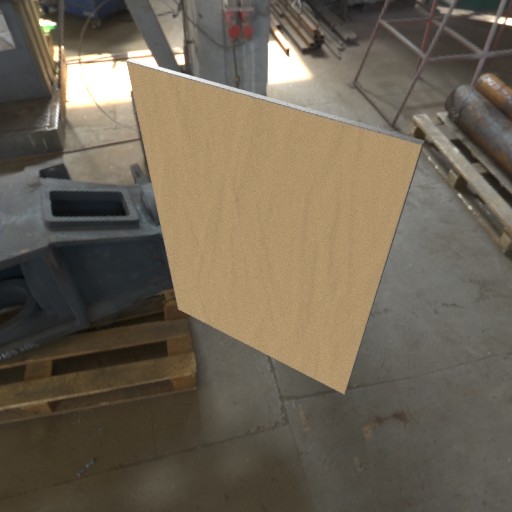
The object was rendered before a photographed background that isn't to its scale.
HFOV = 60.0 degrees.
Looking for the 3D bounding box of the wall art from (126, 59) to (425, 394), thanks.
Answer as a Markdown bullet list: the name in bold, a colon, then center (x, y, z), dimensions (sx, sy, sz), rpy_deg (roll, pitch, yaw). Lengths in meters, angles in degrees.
- **wall art**: center (0.000, 0.000, 1.468), dimensions (0.810, 1.116, 0.016), rpy_deg (23, 51, 21)
